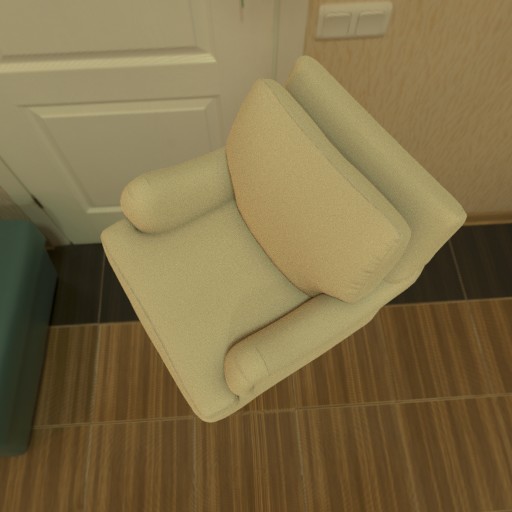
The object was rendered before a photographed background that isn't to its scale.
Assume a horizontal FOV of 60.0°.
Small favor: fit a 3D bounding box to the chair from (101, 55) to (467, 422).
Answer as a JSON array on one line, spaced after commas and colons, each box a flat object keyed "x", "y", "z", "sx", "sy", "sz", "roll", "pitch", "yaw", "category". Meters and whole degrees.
[{"x": 0.000, "y": 0.000, "z": 1.854, "sx": 1.070, "sy": 1.038, "sz": 0.955, "roll": -30, "pitch": 68, "yaw": -14, "category": "chair"}]
